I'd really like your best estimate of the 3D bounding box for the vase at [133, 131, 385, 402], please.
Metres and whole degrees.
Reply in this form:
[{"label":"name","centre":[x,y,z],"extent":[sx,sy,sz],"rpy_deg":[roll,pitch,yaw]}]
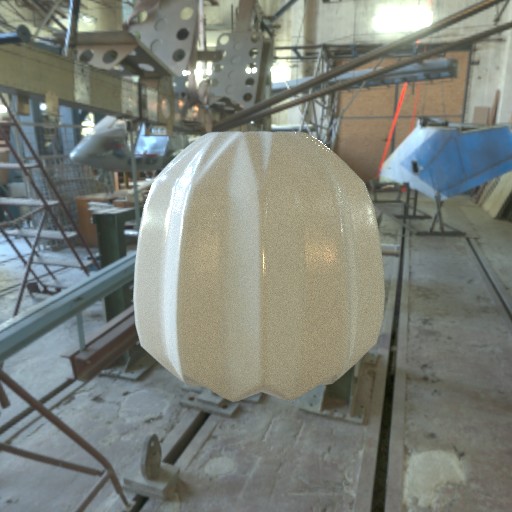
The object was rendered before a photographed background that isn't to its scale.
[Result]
[{"label":"vase","centre":[0.000,0.000,0.249],"extent":[0.139,0.134,0.139],"rpy_deg":[0,15,0]}]
